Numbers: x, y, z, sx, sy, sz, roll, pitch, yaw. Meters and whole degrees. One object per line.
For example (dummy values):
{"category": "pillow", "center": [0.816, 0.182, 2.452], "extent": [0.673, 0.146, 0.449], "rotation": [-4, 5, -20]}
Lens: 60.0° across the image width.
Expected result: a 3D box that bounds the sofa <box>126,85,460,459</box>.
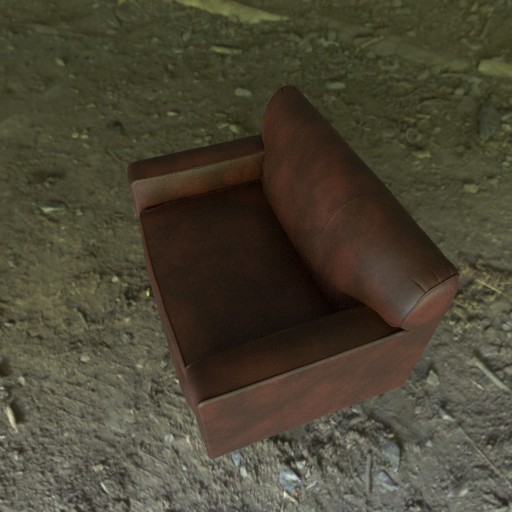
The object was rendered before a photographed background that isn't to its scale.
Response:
{"category": "sofa", "center": [0.000, 0.000, 2.083], "extent": [1.000, 0.956, 1.413], "rotation": [-16, 51, -13]}
